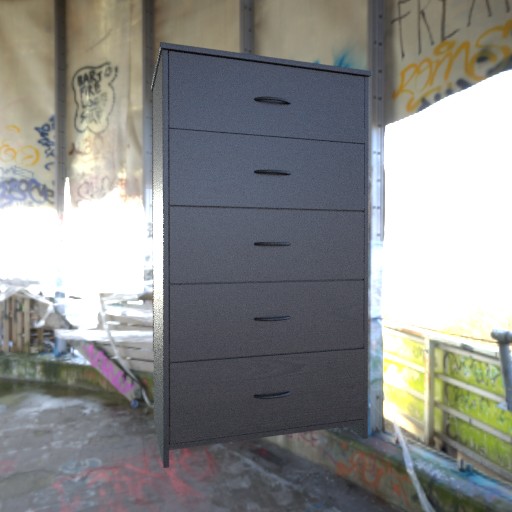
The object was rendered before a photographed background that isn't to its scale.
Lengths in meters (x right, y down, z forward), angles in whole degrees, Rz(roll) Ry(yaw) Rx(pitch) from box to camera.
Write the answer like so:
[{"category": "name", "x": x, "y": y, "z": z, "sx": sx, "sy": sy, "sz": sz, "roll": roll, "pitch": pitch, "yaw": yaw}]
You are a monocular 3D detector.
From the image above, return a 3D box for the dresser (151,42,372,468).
[{"category": "dresser", "x": 0.000, "y": 0.000, "z": 1.585, "sx": 0.704, "sy": 1.254, "sz": 0.418, "roll": 0, "pitch": 1, "yaw": -17}]
